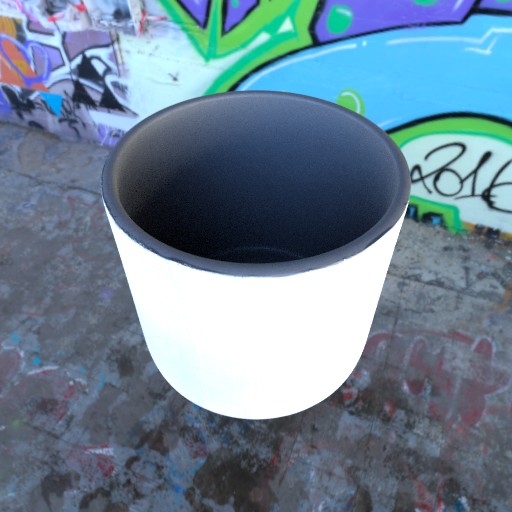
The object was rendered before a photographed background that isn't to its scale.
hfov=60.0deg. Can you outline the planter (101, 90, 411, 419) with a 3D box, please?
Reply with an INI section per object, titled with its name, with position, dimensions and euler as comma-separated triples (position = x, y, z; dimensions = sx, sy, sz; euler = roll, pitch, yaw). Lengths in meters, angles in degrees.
[planter]
position = 0.000, 0.000, 0.389
dimensions = 0.221, 0.201, 0.221
euler = 0, 47, 0
